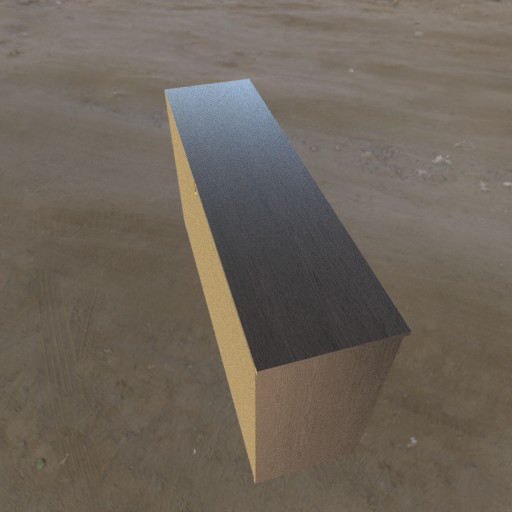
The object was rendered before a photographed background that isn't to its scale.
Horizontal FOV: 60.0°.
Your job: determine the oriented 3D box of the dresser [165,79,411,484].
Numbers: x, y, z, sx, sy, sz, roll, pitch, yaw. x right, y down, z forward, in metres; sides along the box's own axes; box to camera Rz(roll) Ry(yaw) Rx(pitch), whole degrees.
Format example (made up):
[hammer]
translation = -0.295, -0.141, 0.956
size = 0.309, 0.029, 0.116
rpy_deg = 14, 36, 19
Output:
[dresser]
translation = 0.000, 0.000, 1.694
size = 0.401, 0.755, 1.360
rpy_deg = -12, 47, -11
